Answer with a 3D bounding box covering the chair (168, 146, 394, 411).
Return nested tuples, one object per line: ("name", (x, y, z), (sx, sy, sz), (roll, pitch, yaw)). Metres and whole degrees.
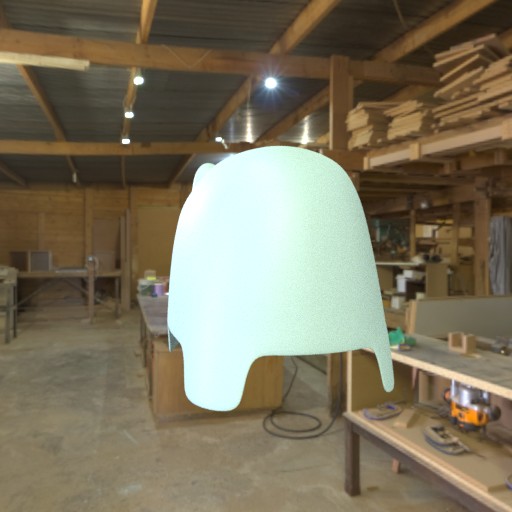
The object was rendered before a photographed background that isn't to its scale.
("chair", (0.000, 0.000, 0.912), (0.364, 0.423, 0.619), (0, 1, -18))
